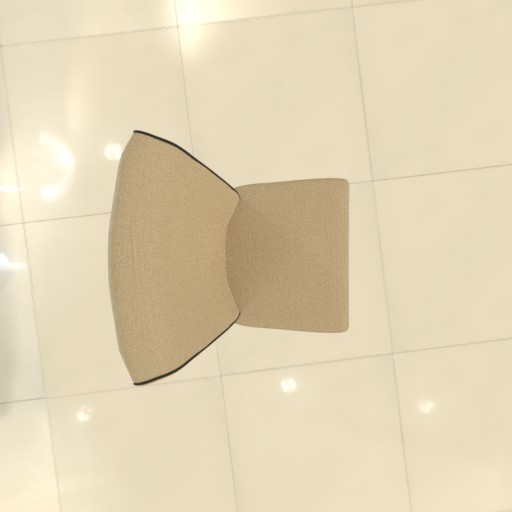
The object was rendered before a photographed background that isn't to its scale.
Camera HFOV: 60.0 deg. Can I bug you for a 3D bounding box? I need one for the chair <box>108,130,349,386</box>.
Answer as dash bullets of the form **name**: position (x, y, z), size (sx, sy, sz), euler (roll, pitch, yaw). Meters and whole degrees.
- **chair**: position (0.000, 0.000, 1.370), size (0.623, 0.997, 0.522), euler (0, 91, -1)
